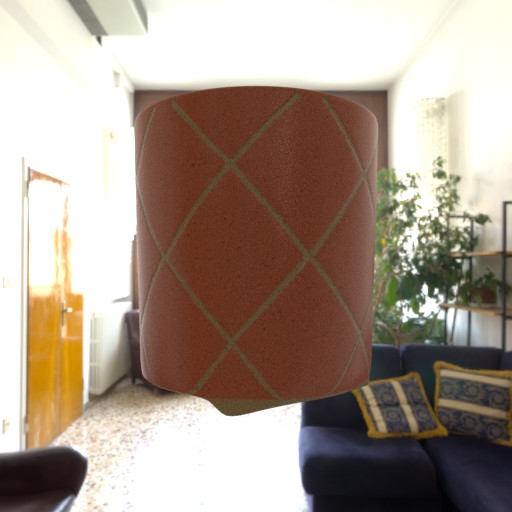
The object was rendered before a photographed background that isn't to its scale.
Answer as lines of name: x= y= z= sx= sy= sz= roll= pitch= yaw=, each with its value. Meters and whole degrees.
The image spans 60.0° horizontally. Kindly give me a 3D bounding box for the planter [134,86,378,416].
planter: x=0.000 y=0.000 z=0.356 sx=0.191 sy=0.200 sz=0.191 roll=0 pitch=-1 yaw=0
